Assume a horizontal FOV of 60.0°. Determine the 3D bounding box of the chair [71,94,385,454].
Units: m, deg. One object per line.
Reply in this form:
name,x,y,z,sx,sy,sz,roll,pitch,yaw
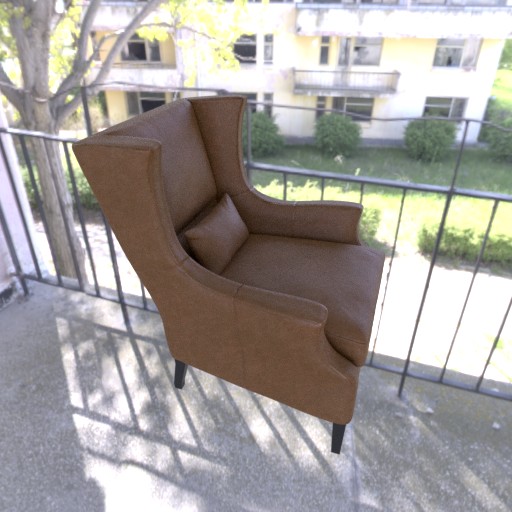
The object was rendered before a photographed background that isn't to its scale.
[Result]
chair,0.000,0.000,1.673,0.925,1.016,0.852,10,32,16
